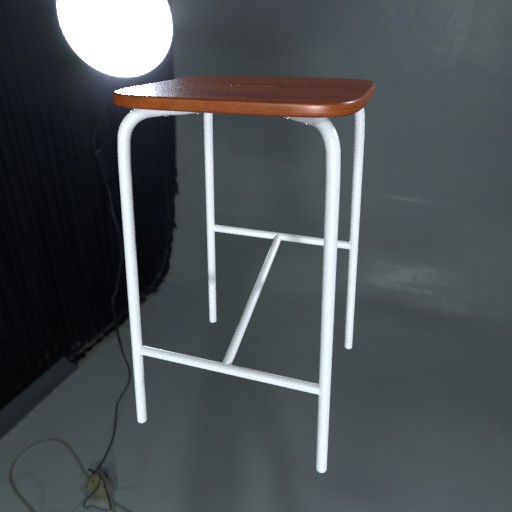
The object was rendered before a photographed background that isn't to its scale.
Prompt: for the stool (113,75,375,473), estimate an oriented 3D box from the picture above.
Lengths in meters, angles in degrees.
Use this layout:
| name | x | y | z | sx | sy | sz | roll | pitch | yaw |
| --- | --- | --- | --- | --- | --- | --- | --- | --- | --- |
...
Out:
| name | x | y | z | sx | sy | sz | roll | pitch | yaw |
| --- | --- | --- | --- | --- | --- | --- | --- | --- | --- |
| stool | 0.000 | 0.000 | 0.845 | 0.376 | 0.610 | 0.376 | 8 | 28 | 16 |
